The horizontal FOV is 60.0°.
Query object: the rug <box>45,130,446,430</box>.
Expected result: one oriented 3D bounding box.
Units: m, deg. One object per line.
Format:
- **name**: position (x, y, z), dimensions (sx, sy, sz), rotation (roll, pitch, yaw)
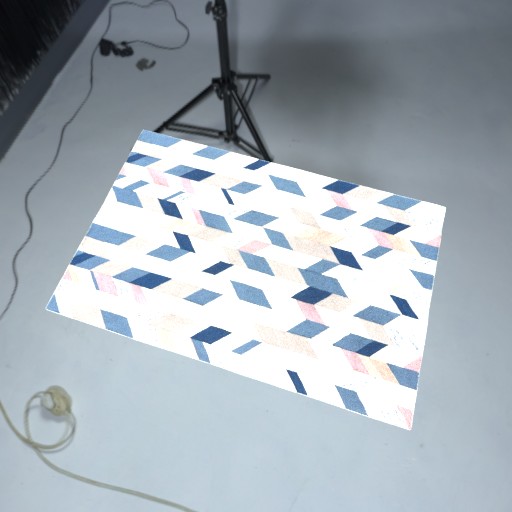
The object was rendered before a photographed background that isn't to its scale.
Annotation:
- **rug**: position (0.000, 0.000, 2.310), dimensions (1.813, 0.006, 1.202), rotation (16, 66, 8)
